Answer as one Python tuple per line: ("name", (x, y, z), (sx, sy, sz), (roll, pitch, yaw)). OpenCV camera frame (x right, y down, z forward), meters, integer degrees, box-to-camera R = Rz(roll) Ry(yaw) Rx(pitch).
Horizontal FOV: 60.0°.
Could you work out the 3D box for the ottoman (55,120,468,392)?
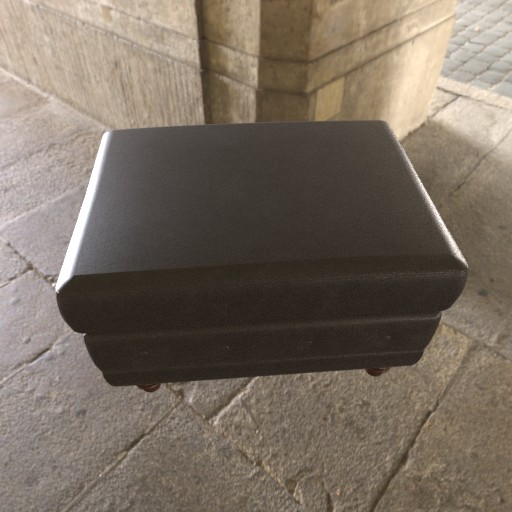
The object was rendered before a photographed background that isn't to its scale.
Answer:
("ottoman", (0.000, 0.000, 1.172), (0.795, 0.498, 0.590), (-3, 46, -3))
